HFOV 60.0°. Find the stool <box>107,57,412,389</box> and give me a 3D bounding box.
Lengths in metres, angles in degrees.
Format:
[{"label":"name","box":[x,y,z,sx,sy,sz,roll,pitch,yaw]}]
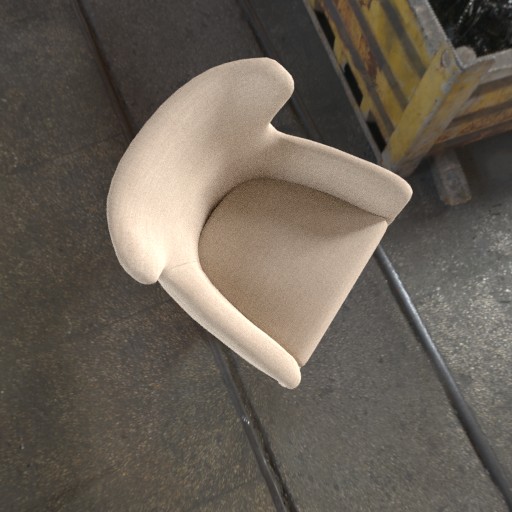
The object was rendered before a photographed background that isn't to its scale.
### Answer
[{"label":"stool","box":[0.000,0.000,1.341,0.563,1.034,0.556,32,77,8]}]
